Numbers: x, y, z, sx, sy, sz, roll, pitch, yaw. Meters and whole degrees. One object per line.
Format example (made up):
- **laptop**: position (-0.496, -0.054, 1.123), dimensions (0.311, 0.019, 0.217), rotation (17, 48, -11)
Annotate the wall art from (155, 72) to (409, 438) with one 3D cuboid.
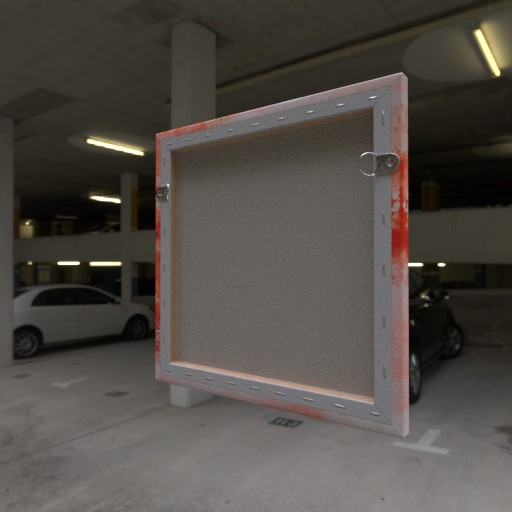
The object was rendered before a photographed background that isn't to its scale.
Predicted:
- **wall art**: position (0.000, 0.000, 1.123), dimensions (0.747, 0.746, 0.064), rotation (0, -1, 36)
